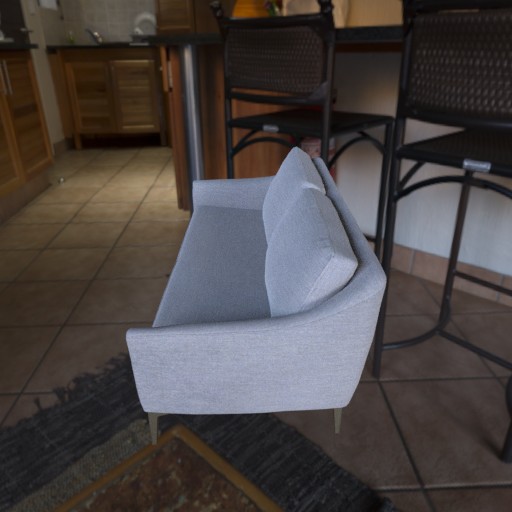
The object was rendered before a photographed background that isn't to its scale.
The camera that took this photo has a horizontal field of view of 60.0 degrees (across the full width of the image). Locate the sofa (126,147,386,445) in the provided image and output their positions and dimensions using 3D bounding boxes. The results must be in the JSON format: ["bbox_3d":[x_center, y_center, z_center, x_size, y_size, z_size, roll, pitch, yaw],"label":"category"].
[{"bbox_3d":[0.000,0.000,2.613,0.980,0.913,2.036,0,26,0],"label":"sofa"}]
